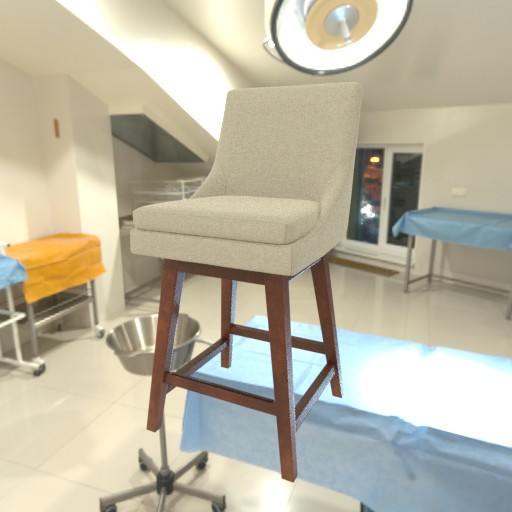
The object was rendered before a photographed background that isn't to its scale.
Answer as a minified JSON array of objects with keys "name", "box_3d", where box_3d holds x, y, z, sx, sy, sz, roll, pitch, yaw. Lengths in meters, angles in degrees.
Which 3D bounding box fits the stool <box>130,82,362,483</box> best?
[{"name":"stool","box_3d":[0.000,0.000,1.301,0.469,0.991,0.559,7,16,26]}]
